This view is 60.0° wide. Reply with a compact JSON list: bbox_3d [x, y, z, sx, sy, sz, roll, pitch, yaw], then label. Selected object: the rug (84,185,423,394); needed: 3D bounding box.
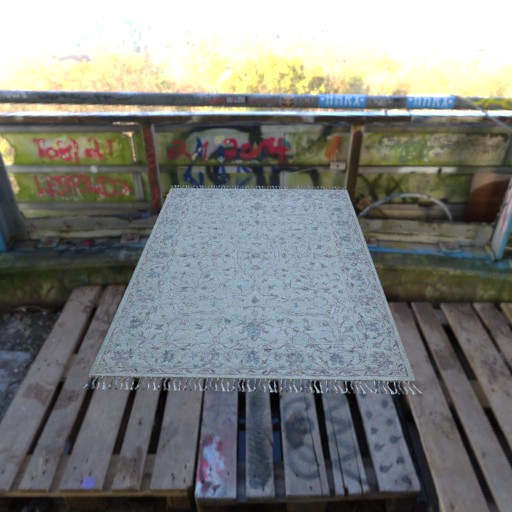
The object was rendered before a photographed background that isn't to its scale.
[{"bbox_3d":[0.000,0.000,2.354,1.247,0.008,1.802,1,33,1],"label":"rug"}]
